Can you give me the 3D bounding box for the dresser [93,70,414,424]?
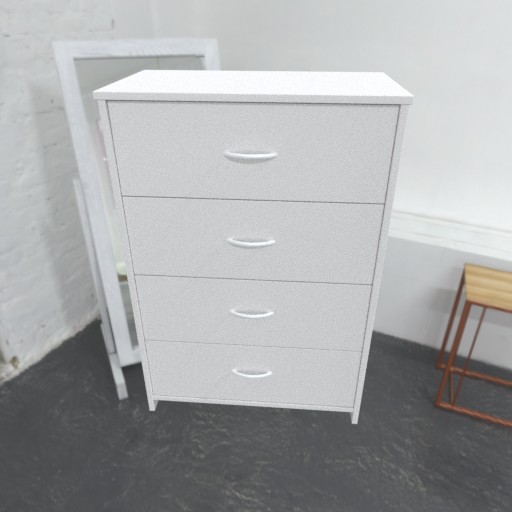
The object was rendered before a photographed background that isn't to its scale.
[{"bbox_3d":[0.000,0.000,1.378,0.704,1.021,0.401,2,30,4],"label":"dresser"}]
